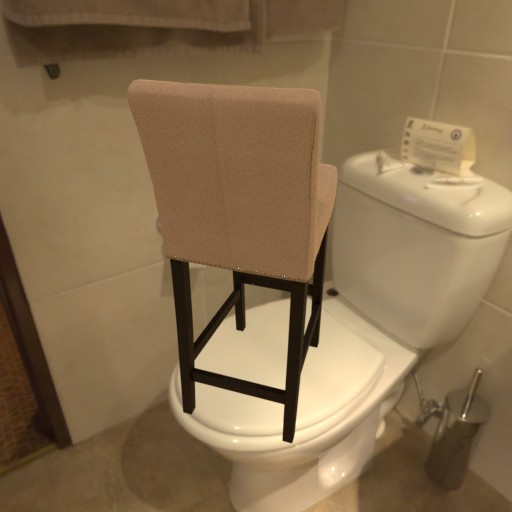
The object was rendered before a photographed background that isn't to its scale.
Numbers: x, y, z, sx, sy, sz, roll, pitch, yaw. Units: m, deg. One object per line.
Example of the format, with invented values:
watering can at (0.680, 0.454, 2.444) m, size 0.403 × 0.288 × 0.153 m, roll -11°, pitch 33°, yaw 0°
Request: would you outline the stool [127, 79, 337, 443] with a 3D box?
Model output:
stool at (0.000, 0.000, 1.331) m, size 0.411 × 1.047 × 0.548 m, roll 9°, pitch 32°, yaw 16°
